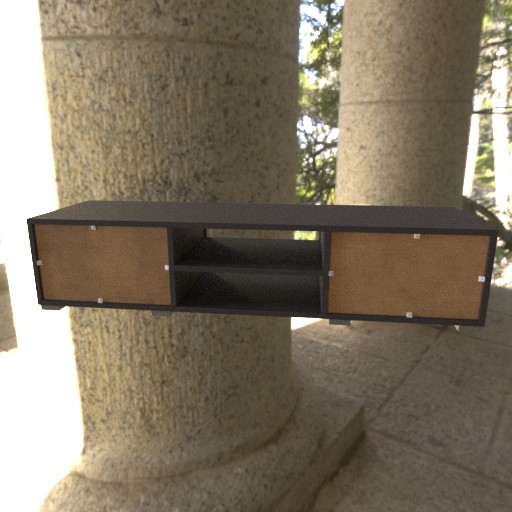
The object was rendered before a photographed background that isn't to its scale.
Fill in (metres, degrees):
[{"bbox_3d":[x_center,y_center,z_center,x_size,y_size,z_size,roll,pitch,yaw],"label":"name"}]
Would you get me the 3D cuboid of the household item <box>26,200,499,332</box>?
[{"bbox_3d":[0.000,0.000,1.546,1.400,0.310,0.420,2,15,7],"label":"household item"}]
